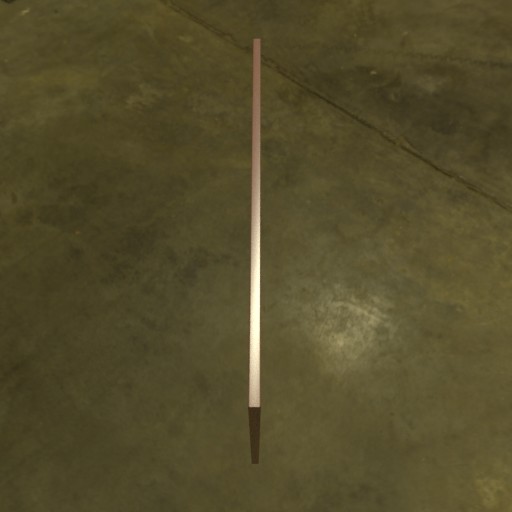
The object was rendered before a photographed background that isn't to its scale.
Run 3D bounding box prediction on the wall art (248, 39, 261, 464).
[{"bbox_3d":[0.000,0.000,0.835,0.014,0.455,0.660,0,58,0],"label":"wall art"}]
